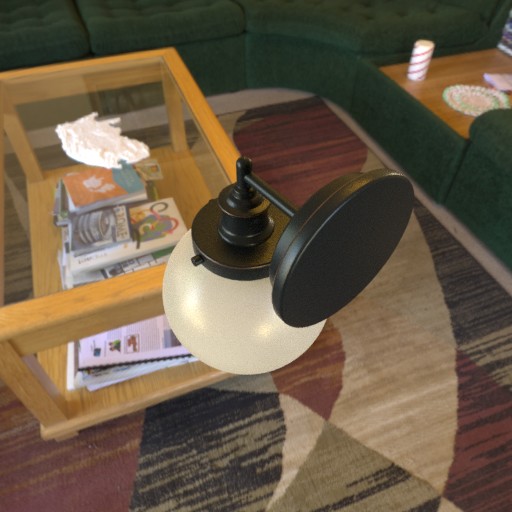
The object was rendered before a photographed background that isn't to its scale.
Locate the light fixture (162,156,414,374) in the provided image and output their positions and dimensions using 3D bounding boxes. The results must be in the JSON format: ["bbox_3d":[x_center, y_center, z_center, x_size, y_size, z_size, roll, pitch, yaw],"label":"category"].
[{"bbox_3d":[0.000,0.000,0.463,0.197,0.332,0.230,-30,54,-25],"label":"light fixture"}]
